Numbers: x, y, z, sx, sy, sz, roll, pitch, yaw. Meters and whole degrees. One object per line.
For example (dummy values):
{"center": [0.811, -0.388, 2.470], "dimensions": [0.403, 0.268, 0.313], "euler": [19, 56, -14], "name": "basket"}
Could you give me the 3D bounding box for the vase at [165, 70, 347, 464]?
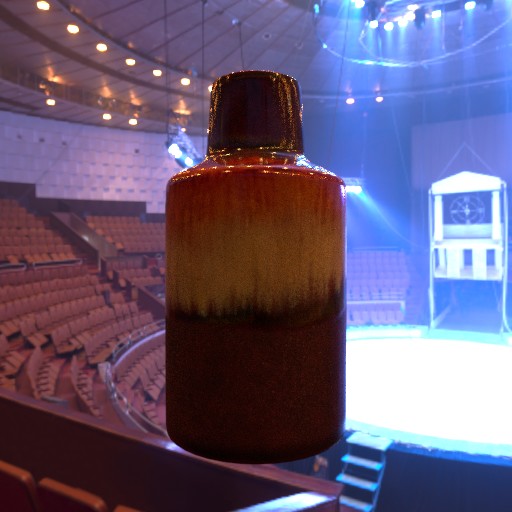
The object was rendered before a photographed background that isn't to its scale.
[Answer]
{"center": [0.000, 0.000, 0.268], "dimensions": [0.108, 0.204, 0.108], "euler": [0, 1, 0], "name": "vase"}
